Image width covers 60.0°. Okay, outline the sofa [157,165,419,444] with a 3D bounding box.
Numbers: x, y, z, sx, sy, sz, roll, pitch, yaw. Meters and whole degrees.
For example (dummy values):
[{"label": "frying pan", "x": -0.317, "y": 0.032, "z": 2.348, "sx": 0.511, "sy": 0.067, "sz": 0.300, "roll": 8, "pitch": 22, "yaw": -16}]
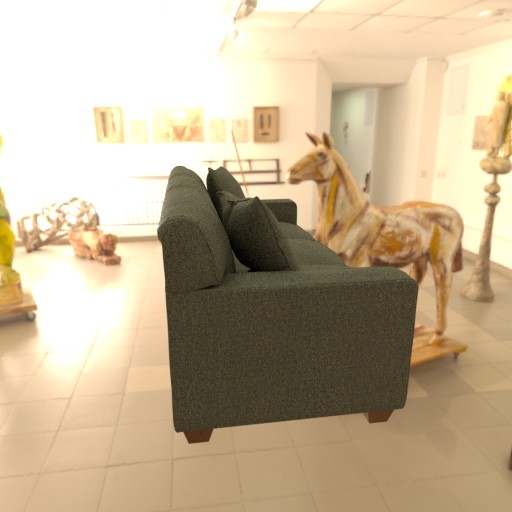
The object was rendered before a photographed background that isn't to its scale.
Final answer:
[{"label": "sofa", "x": 0.000, "y": 0.000, "z": 2.595, "sx": 0.997, "sy": 0.958, "sz": 2.024, "roll": -3, "pitch": 16, "yaw": -9}]
